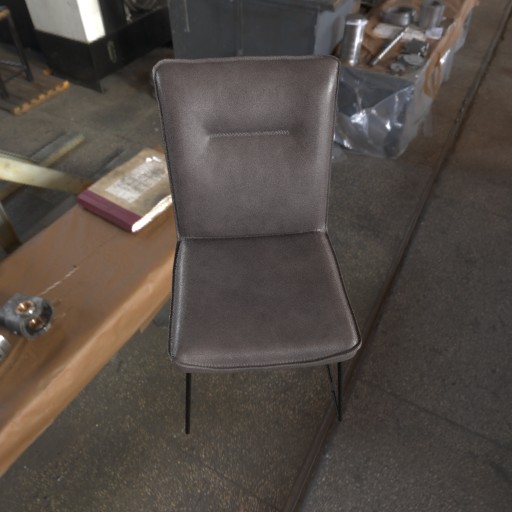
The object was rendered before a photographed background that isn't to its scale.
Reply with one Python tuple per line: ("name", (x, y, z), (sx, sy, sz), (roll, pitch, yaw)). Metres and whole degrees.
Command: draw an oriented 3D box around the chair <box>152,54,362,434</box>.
("chair", (0.000, 0.000, 1.330), (0.515, 0.932, 0.688), (-4, 47, -3))
